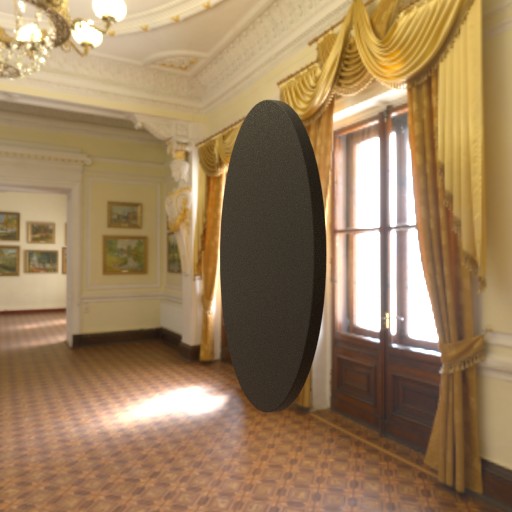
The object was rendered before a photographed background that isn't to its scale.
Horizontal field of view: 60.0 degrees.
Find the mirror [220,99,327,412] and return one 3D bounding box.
[{"bbox_3d":[0.000,0.000,1.614,0.036,1.077,1.077,0,-1,-17],"label":"mirror"}]
